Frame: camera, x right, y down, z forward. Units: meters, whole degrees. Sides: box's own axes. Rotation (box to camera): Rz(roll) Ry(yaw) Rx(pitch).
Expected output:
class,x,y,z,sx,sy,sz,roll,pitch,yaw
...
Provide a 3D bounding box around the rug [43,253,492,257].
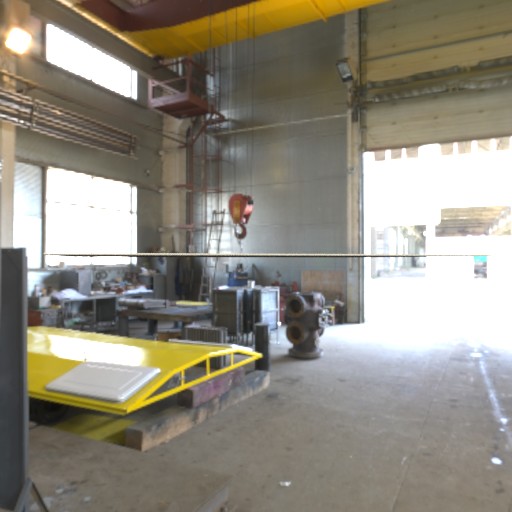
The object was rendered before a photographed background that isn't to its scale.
class,x,y,z,sx,sy,sz,roll,pitch,yaw
rug,0.000,0.000,2.282,1.828,0.007,1.220,0,0,-18
